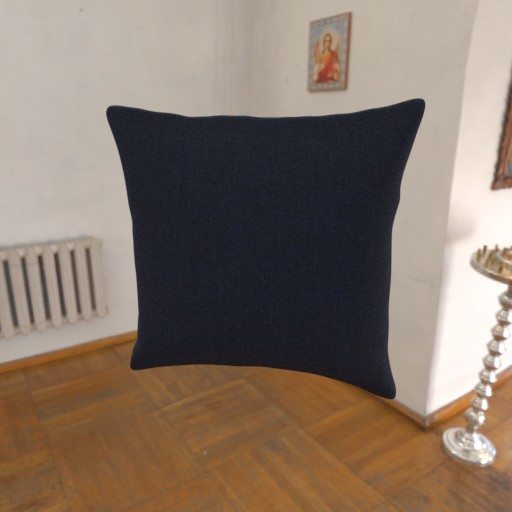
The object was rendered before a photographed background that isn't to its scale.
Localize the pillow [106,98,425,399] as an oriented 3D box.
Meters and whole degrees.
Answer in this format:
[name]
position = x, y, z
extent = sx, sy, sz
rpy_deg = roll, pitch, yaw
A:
[pillow]
position = 0.000, 0.000, 0.647
extent = 0.431, 0.431, 0.141
rpy_deg = 3, 18, 10
